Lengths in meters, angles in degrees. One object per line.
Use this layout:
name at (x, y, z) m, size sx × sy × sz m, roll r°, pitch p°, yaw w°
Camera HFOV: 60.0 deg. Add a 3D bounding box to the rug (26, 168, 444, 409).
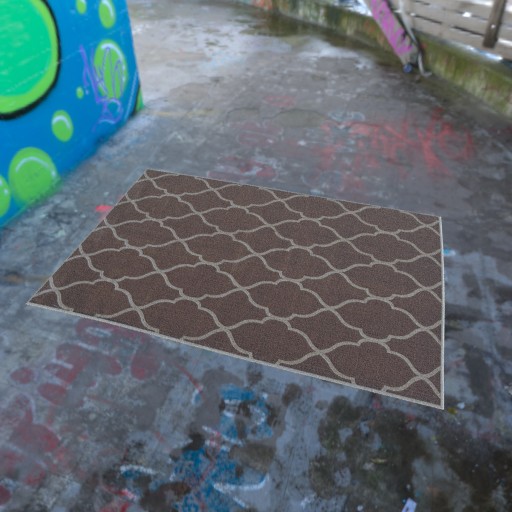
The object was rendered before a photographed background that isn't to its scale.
rug at (0.000, 0.000, 2.827) m, size 2.294 × 0.014 × 1.528 m, roll 11°, pitch 44°, yaw 12°
